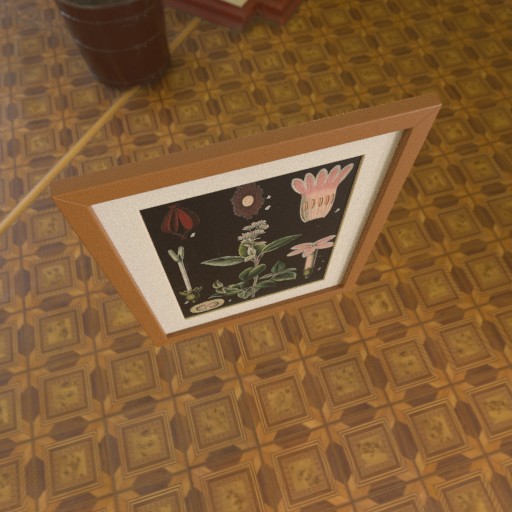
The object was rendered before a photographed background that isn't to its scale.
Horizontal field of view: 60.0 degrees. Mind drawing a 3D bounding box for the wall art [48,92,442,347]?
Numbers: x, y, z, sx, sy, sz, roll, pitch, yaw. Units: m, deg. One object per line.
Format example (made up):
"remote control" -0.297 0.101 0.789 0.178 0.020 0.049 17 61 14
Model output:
"wall art" 0.000 0.000 0.505 0.310 0.379 0.015 -15 63 -8
